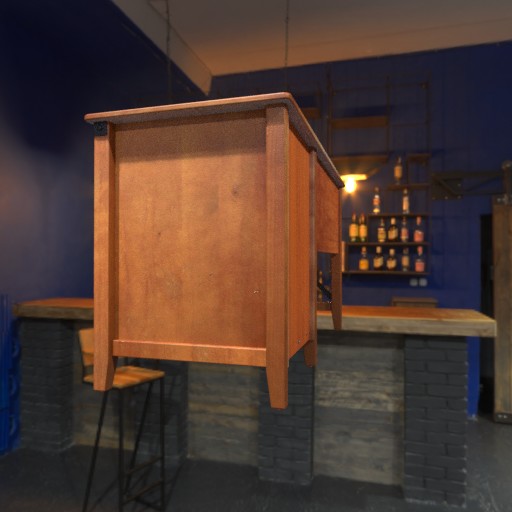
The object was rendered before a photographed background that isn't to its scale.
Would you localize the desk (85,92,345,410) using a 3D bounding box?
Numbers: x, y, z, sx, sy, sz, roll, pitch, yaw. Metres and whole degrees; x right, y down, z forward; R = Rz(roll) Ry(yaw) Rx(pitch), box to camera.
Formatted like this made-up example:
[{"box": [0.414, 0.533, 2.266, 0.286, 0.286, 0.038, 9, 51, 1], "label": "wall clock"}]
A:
[{"box": [0.000, 0.000, 1.759, 0.574, 0.756, 1.353, 0, 0, 17], "label": "desk"}]
